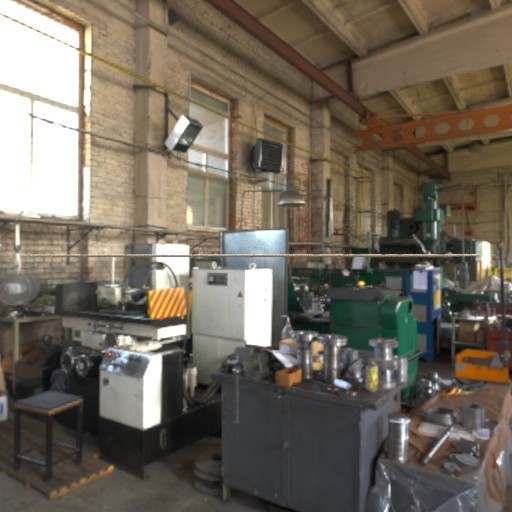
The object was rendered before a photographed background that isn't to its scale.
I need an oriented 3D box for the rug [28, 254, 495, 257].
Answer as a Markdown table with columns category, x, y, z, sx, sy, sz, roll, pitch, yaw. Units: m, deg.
| category | x | y | z | sx | sy | sz | roll | pitch | yaw |
| --- | --- | --- | --- | --- | --- | --- | --- | --- | --- |
| rug | 0.000 | 0.000 | 2.609 | 2.464 | 0.005 | 0.660 | 0 | -1 | 1 |
